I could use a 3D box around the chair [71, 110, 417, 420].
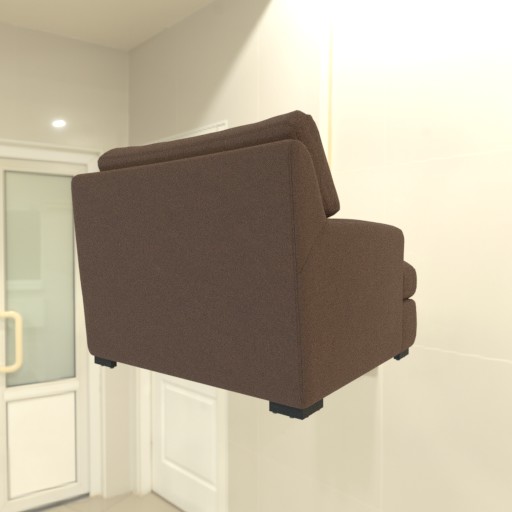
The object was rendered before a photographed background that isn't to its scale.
[{"bbox_3d":[0.000,0.000,1.973,1.168,0.940,1.143,1,2,37],"label":"chair"}]
